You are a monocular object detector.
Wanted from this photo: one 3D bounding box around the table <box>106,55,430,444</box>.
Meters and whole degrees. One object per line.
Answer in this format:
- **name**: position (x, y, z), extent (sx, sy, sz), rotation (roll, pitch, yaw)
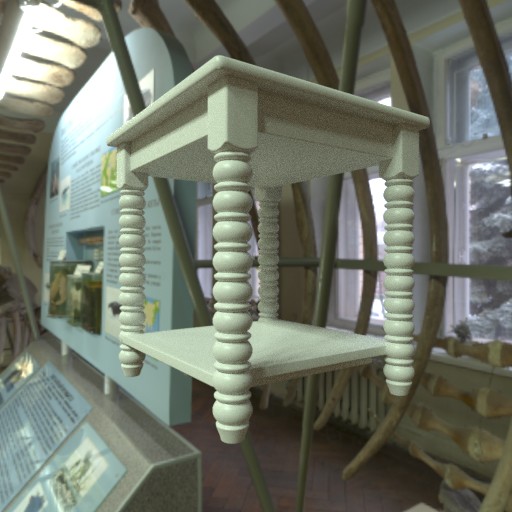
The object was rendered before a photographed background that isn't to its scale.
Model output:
- **table**: position (0.000, 0.000, 0.976), extent (0.500, 0.563, 0.533), rotation (0, 0, -35)
